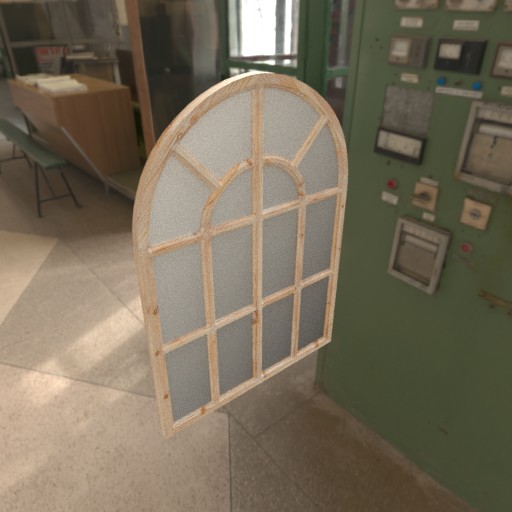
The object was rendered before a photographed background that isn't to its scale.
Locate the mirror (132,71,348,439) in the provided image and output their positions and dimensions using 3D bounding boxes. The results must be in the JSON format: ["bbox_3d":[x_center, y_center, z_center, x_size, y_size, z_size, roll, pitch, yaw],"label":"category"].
[{"bbox_3d":[0.000,0.000,1.193,0.660,0.920,0.032,-21,36,-33],"label":"mirror"}]
